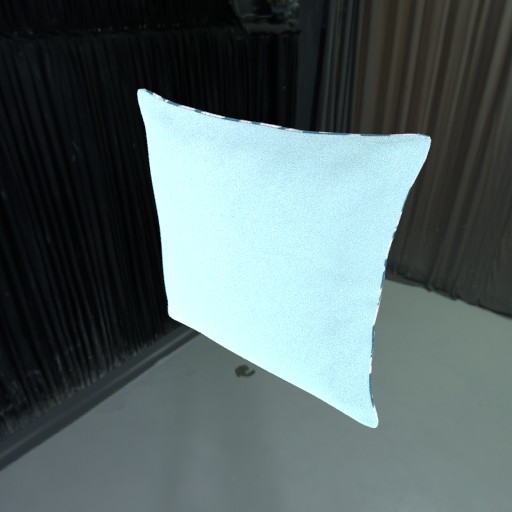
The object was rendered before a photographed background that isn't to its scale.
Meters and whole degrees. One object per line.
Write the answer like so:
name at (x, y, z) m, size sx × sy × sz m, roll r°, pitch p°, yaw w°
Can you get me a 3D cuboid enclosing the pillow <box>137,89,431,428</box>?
pillow at (0.000, 0.000, 0.780) m, size 0.525 × 0.508 × 0.166 m, roll 21°, pitch 36°, yaw 32°
